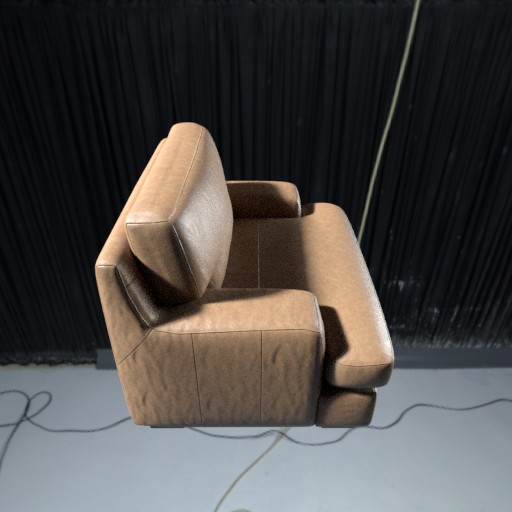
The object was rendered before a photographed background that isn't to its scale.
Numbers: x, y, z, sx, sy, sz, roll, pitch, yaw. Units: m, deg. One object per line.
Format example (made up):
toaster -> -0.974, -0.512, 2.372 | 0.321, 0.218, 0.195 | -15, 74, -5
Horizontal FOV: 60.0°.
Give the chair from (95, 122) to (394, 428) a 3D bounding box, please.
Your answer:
chair -> 0.000, 0.000, 2.054 | 1.050, 0.978, 1.276 | 0, 33, 0
